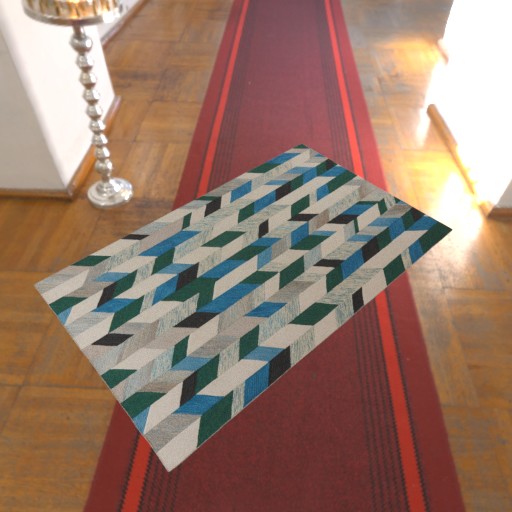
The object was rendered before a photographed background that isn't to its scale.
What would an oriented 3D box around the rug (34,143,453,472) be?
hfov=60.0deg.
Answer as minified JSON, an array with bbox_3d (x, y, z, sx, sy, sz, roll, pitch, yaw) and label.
[{"bbox_3d":[0.000,0.000,2.980,2.433,0.007,1.507,-33,55,-27],"label":"rug"}]
